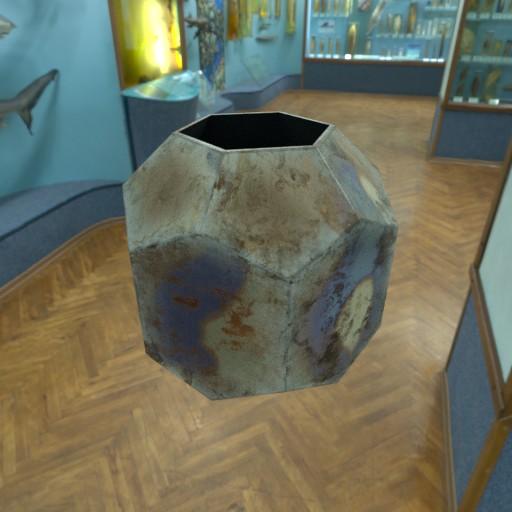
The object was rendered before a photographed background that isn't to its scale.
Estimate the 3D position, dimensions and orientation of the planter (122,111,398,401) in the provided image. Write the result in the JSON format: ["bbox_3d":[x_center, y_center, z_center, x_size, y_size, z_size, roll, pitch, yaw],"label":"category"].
[{"bbox_3d":[0.000,0.000,0.417,0.243,0.238,0.221,10,32,17],"label":"planter"}]
